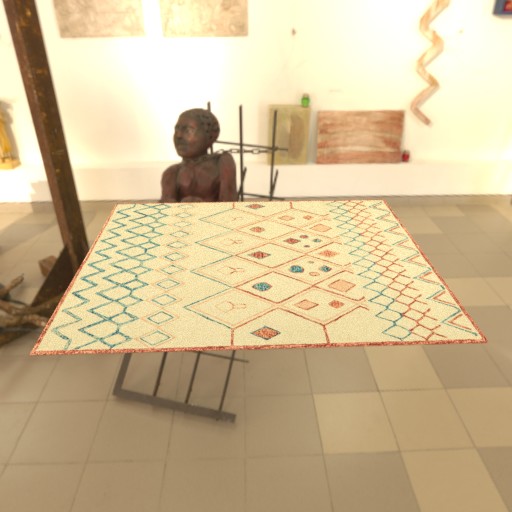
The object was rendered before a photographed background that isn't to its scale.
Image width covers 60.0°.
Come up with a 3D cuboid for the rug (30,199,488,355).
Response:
[{"bbox_3d":[0.000,0.000,3.992,3.050,0.016,2.441,-1,30,-2],"label":"rug"}]
